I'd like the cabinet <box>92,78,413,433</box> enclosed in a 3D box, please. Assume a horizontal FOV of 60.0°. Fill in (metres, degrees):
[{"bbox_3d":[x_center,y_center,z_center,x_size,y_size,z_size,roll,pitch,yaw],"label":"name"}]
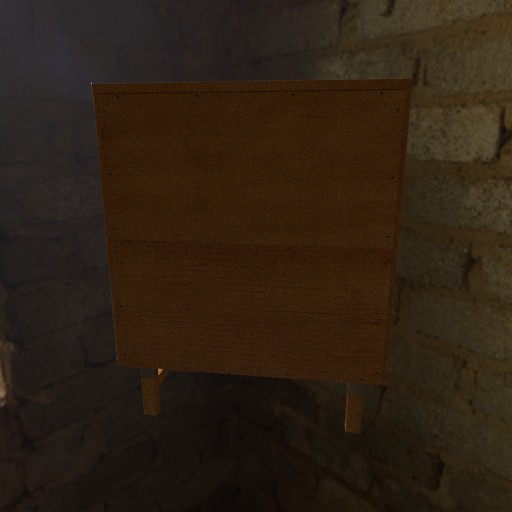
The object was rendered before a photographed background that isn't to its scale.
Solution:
[{"bbox_3d":[0.000,0.000,1.416,0.800,1.001,0.419,2,15,8],"label":"cabinet"}]
